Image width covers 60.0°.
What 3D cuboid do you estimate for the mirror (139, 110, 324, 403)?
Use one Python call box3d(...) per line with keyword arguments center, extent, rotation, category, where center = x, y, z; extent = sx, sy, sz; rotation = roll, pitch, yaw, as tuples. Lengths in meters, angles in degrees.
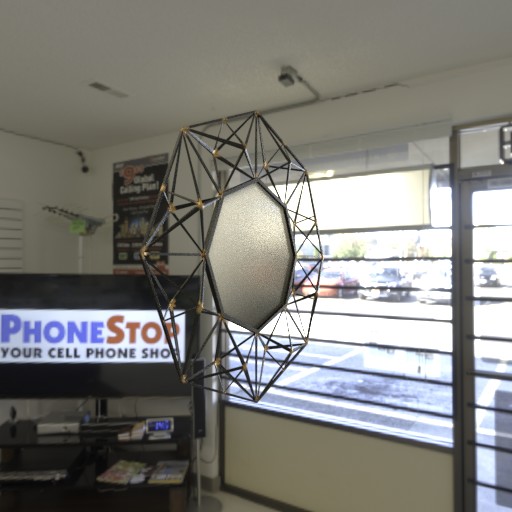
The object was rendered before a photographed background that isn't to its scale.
box3d(center=(0.000, 0.000, 1.076), extent=(0.094, 0.710, 0.710), rotation=(0, -1, 36), category="mirror")
